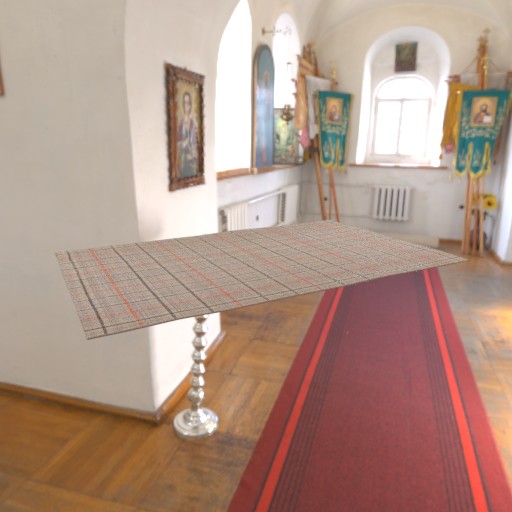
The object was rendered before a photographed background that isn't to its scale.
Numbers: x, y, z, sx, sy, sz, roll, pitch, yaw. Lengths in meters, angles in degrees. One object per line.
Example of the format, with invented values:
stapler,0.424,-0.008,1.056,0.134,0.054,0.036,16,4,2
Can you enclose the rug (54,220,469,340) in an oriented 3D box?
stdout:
rug,0.000,0.000,3.065,2.439,0.015,1.524,-9,18,-27
